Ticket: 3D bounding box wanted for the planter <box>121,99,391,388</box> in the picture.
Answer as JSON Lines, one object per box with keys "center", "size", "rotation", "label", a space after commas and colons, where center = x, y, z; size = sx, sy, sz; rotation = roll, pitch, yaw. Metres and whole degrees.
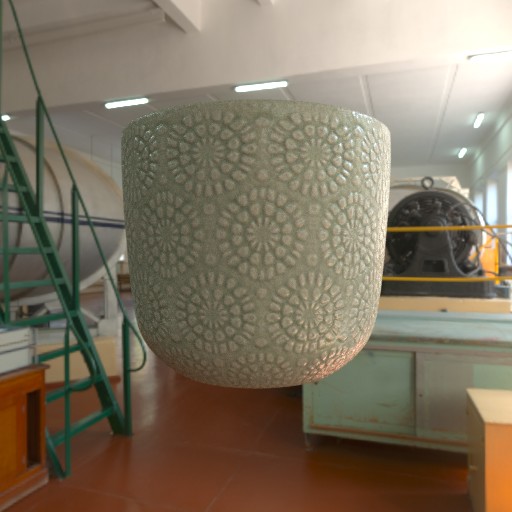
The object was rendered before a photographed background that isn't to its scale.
{"center": [0.000, 0.000, 0.213], "size": [0.124, 0.109, 0.124], "rotation": [0, 0, 0], "label": "planter"}
